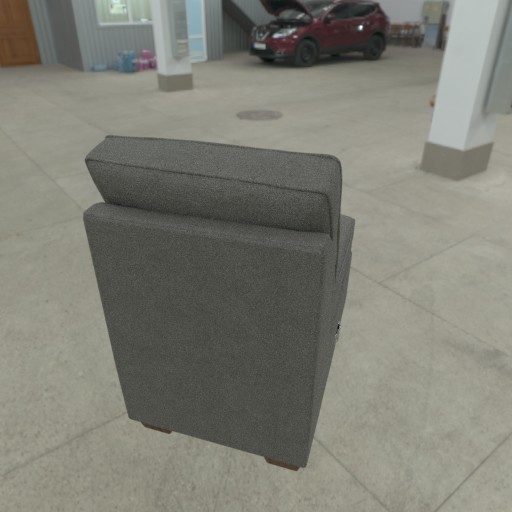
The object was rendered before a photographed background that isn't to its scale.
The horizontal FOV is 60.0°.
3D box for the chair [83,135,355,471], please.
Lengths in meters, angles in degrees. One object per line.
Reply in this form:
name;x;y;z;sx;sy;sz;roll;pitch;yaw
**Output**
chair;0.000;0.000;1.545;0.621;0.970;0.938;9;31;15
